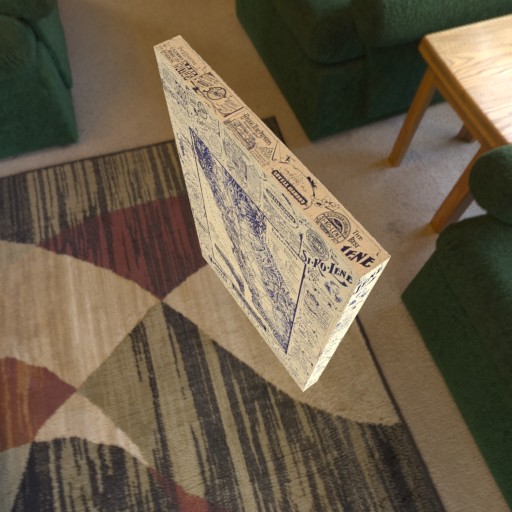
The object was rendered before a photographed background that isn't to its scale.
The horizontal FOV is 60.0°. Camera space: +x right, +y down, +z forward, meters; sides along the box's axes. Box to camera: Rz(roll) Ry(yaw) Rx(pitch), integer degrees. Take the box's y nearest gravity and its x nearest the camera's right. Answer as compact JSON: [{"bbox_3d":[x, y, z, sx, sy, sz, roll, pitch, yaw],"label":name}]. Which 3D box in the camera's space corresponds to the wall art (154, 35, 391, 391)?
[{"bbox_3d":[0.000,0.000,0.777,0.040,0.601,0.408,-32,67,-15],"label":"wall art"}]
